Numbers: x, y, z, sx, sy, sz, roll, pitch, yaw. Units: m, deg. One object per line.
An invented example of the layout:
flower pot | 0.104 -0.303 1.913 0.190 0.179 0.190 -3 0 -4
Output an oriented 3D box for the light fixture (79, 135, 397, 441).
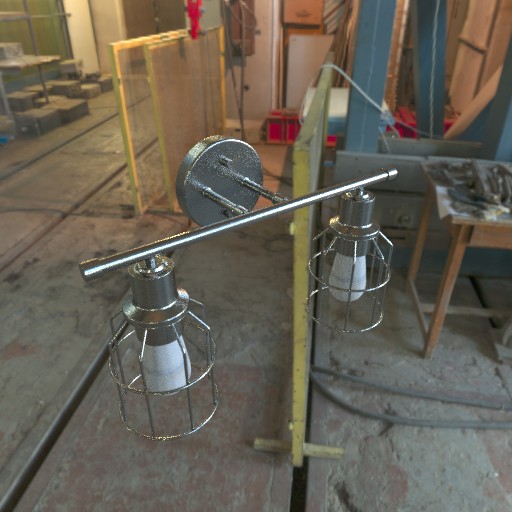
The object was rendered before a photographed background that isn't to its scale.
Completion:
light fixture | 0.000 0.000 0.533 0.406 0.254 0.165 -21 37 -31
